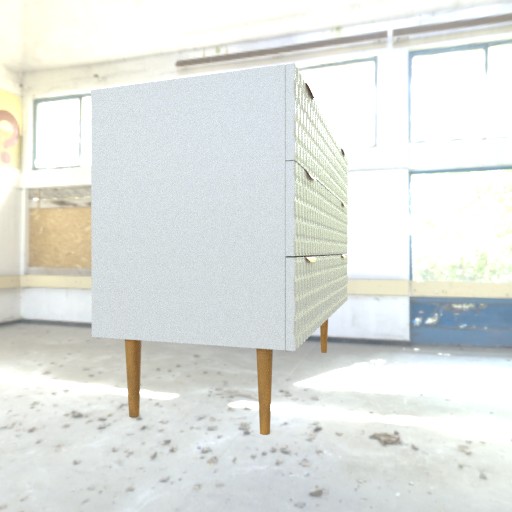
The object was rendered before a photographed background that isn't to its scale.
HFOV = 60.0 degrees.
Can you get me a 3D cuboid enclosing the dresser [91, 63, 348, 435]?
[{"bbox_3d":[0.000,0.000,1.318,0.457,0.721,0.905,0,1,18],"label":"dresser"}]
